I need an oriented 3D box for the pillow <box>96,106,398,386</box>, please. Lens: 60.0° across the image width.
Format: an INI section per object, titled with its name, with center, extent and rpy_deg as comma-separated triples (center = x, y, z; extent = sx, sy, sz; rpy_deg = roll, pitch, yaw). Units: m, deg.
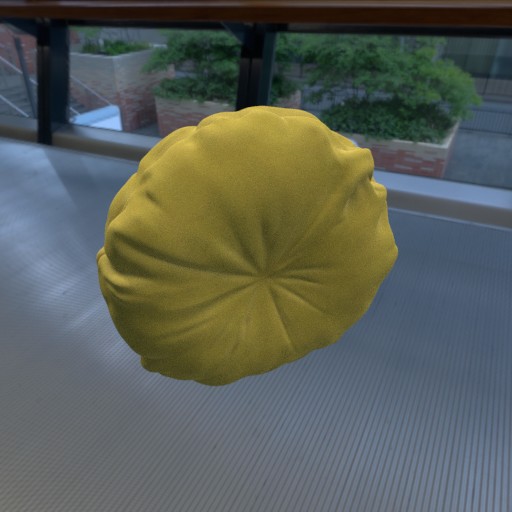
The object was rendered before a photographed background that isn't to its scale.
[pillow]
center = 0.000, 0.000, 0.633
extent = 0.428, 0.407, 0.148
rpy_deg = -10, 33, -16
